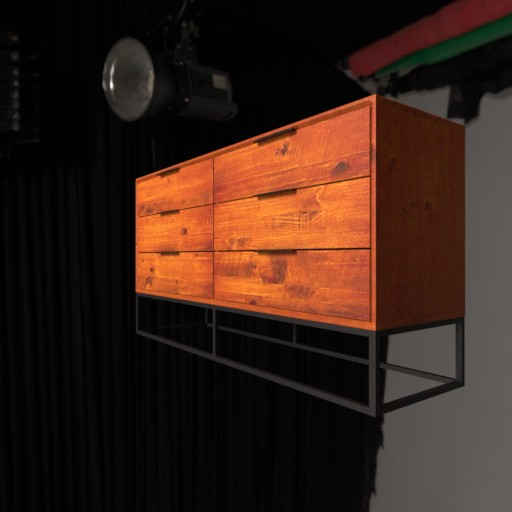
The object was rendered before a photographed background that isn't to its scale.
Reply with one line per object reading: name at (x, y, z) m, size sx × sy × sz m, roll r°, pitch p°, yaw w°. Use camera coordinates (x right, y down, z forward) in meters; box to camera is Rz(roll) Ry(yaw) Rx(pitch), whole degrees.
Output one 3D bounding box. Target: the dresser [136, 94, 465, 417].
dresser at (0.000, 0.000, 1.846) m, size 0.464 × 0.810 × 1.536 m, roll 0°, pitch 0°, yaw -37°
